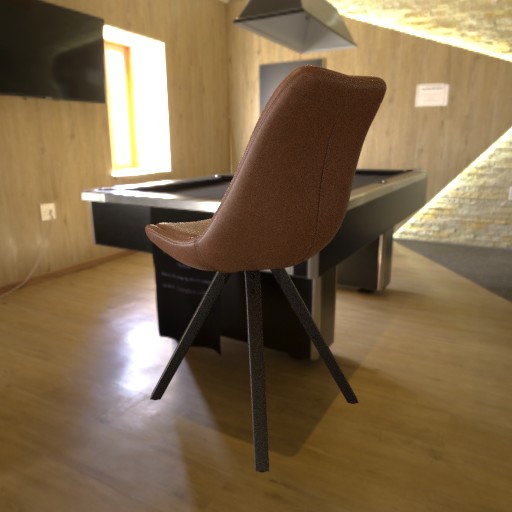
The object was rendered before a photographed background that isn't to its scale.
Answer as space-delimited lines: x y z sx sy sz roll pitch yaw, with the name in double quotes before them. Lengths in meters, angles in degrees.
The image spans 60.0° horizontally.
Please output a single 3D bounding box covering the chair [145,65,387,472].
"chair" 0.000 0.000 1.157 0.550 0.850 0.475 14 21 43
